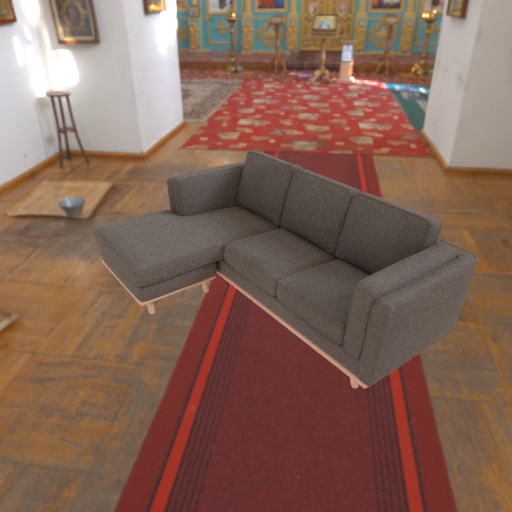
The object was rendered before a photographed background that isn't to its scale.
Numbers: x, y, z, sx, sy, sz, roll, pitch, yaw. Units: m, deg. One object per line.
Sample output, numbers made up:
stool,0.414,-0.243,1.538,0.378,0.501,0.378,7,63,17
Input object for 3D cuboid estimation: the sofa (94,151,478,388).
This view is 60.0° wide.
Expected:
sofa,0.000,0.000,3.195,1.604,0.929,2.411,-20,35,-31
